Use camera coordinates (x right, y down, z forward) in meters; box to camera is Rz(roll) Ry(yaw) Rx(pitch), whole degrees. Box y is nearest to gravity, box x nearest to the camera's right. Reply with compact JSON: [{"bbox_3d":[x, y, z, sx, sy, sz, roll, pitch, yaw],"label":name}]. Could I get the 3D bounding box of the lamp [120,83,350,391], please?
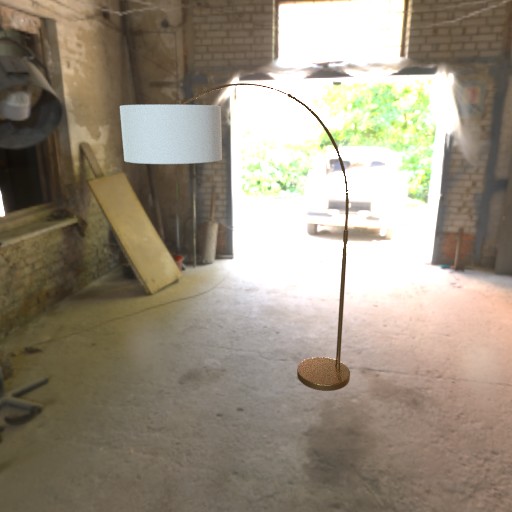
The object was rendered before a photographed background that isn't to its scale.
[{"bbox_3d":[0.000,0.000,2.652,1.434,1.927,0.493,-8,19,-25],"label":"lamp"}]
